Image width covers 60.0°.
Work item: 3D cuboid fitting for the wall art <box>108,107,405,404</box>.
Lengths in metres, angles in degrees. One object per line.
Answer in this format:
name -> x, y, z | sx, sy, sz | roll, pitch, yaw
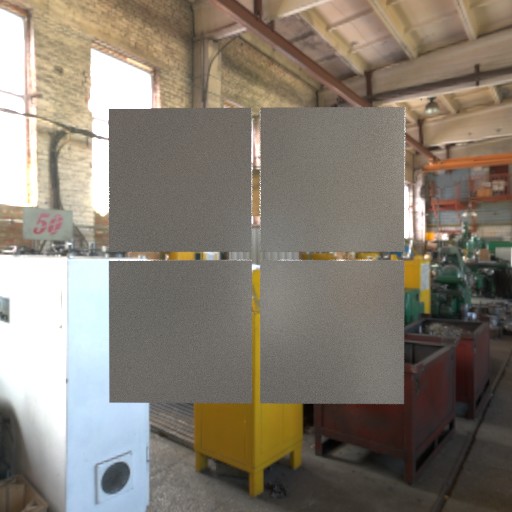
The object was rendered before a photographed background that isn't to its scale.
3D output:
wall art -> 0.000, 0.000, 0.930 | 0.611, 0.611, 0.029 | 0, 1, 1
